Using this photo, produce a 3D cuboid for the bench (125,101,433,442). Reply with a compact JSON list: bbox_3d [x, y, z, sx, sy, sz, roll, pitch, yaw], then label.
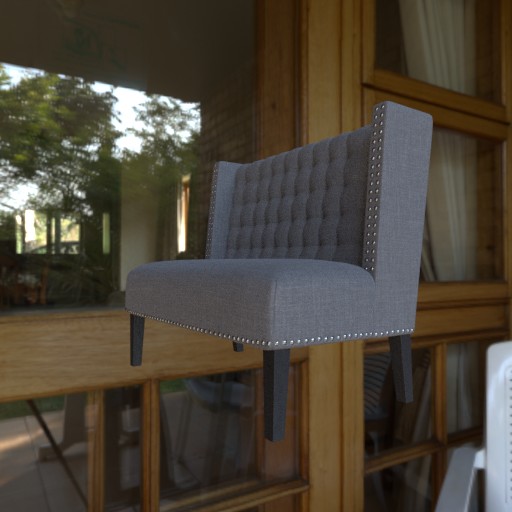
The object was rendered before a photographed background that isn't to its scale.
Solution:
[{"bbox_3d":[0.000,0.000,2.021,0.842,1.121,1.276,1,-1,-35],"label":"bench"}]
